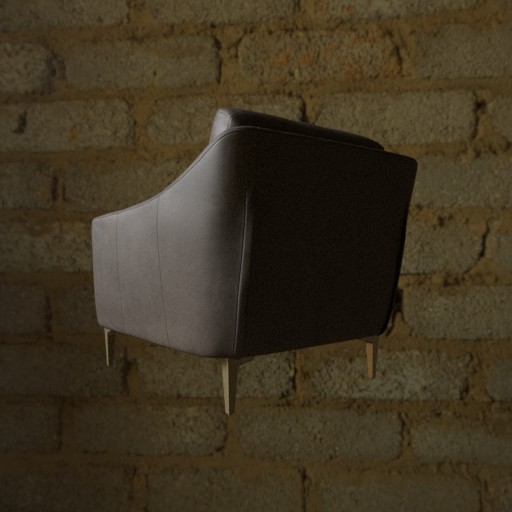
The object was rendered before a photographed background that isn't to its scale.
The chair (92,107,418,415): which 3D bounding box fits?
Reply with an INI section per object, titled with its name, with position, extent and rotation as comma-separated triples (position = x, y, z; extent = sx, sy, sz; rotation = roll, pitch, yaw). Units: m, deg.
[chair]
position = 0.000, 0.000, 1.699
extent = 0.988, 0.901, 0.961
rotation = -1, 1, -35
